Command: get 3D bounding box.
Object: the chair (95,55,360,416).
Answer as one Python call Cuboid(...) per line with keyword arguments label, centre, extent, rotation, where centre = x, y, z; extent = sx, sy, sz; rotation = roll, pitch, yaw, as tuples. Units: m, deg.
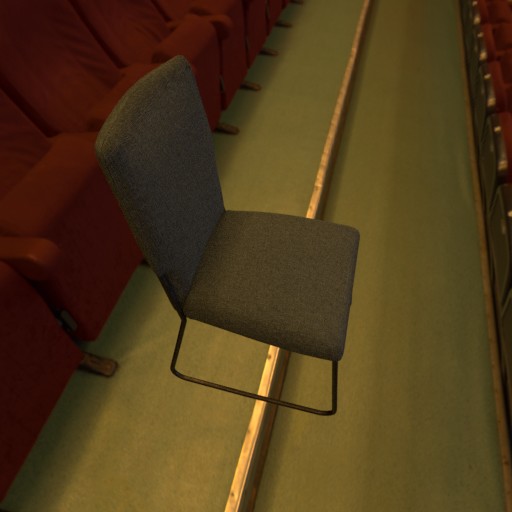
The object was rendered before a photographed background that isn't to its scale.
Cuboid(label="chair", centre=(0.000, 0.000, 1.279), extent=(0.635, 0.931, 0.480), rotation=(11, 49, 9))
